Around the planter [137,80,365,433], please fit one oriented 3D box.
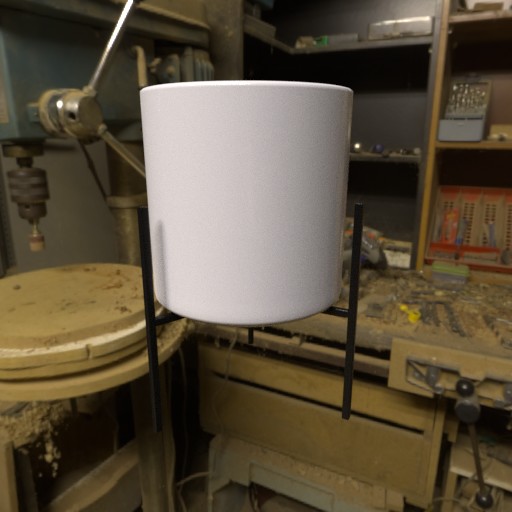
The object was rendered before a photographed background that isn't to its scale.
[{"bbox_3d":[0.000,0.000,0.508,0.239,0.356,0.239,8,18,26],"label":"planter"}]
